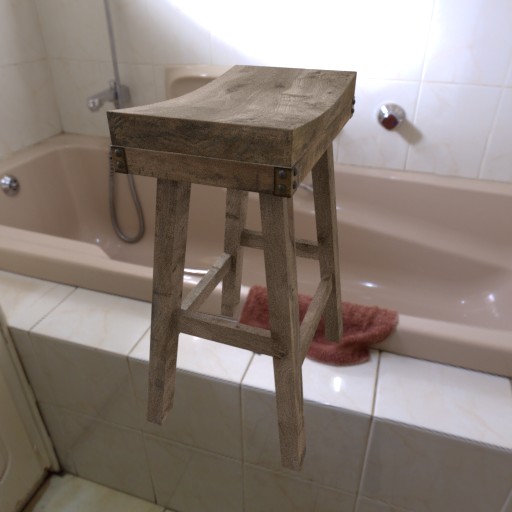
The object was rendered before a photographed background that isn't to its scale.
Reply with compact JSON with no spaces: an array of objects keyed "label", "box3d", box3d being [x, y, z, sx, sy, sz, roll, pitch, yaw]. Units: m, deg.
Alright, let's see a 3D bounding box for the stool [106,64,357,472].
[{"label":"stool","box3d":[0.000,0.000,0.879,0.330,0.635,0.450,11,33,17]}]
